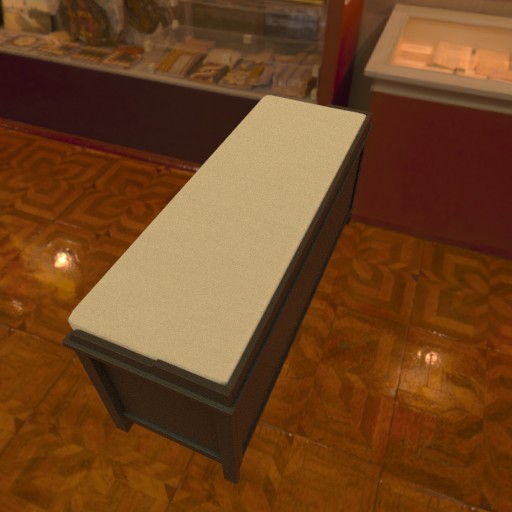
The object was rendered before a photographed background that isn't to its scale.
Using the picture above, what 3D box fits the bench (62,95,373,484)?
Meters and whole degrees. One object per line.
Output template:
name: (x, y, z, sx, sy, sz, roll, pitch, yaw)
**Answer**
bench: (0.000, 0.000, 1.385, 0.398, 0.501, 1.140, 17, 49, 16)
